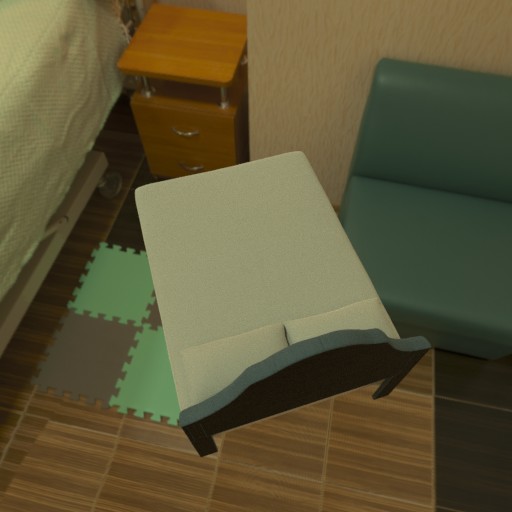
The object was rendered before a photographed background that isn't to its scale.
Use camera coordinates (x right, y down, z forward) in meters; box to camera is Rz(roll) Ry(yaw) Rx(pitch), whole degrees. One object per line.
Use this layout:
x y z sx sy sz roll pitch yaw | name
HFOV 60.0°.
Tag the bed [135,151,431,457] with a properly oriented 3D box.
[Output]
0.000 0.000 3.270 1.636 1.575 2.155 -15 59 -9 | bed
